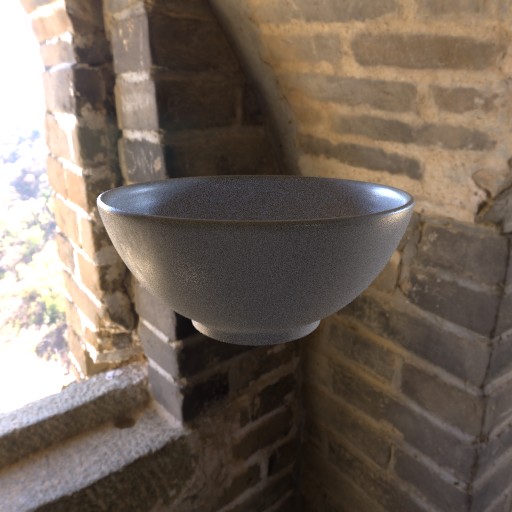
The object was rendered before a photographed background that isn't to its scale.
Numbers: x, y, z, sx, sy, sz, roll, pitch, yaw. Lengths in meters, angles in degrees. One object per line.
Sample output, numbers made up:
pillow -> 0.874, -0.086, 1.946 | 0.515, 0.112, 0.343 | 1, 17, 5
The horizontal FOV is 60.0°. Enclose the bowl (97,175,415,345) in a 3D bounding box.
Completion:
bowl -> 0.000, 0.000, 0.411 | 0.268, 0.121, 0.268 | 0, 16, 0
